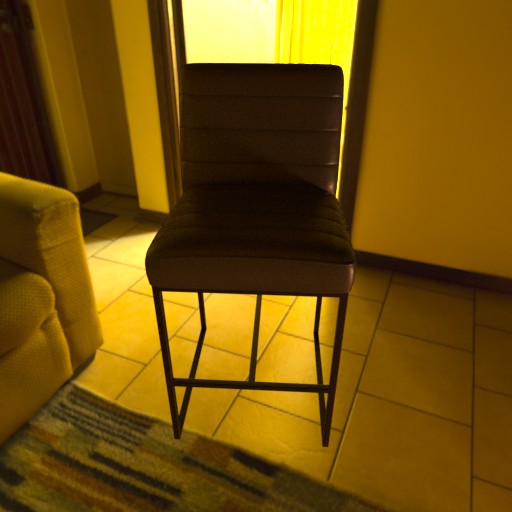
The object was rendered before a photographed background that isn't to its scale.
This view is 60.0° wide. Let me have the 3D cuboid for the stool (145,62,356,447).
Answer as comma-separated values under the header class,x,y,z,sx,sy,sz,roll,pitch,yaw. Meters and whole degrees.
class,x,y,z,sx,sy,sz,roll,pitch,yaw
stool,0.000,0.000,1.233,0.457,0.938,0.552,2,31,3
